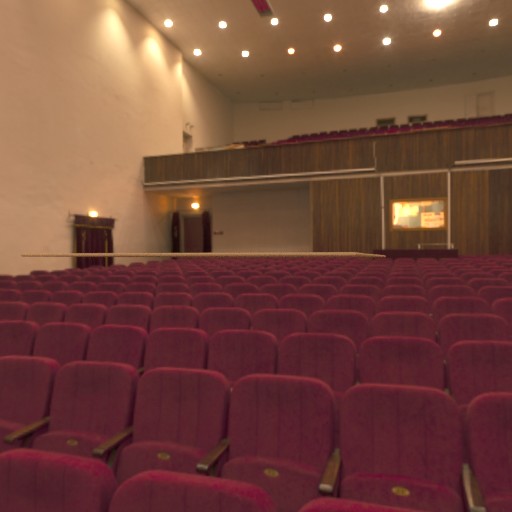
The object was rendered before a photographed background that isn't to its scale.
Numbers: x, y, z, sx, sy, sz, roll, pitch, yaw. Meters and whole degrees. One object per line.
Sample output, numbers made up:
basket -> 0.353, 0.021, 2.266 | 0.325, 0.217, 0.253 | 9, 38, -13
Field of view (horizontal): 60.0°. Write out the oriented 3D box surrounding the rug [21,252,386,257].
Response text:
rug -> 0.000, 0.000, 2.877 | 1.526, 0.014, 2.290 | 0, 0, 19
